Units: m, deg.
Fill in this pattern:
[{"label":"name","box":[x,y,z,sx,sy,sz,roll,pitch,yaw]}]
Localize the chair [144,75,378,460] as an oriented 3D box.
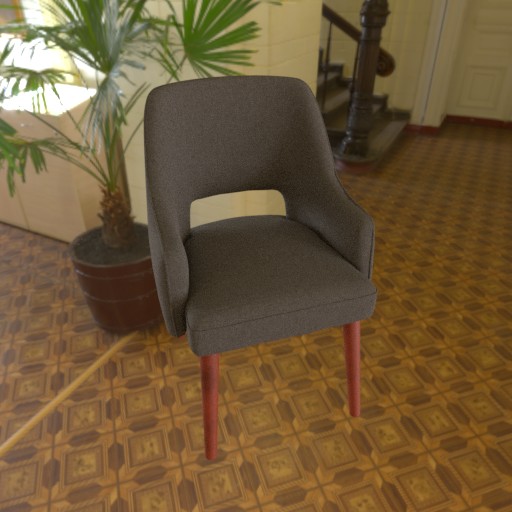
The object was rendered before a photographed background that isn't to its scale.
[{"label":"chair","box":[0.000,0.000,1.215,0.559,0.838,0.560,-10,33,-15]}]
